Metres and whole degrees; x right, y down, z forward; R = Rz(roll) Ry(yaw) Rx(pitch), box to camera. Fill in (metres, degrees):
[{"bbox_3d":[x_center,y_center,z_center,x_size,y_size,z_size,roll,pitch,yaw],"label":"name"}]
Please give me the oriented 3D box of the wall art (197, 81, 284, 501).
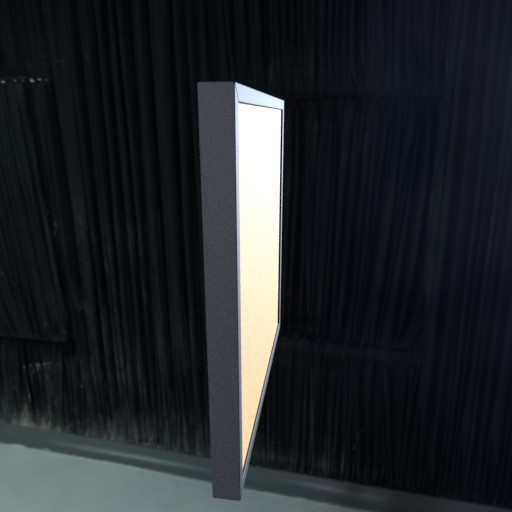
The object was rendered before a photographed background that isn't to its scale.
[{"bbox_3d":[0.000,0.000,0.740,0.037,0.508,0.508,3,18,8],"label":"wall art"}]
